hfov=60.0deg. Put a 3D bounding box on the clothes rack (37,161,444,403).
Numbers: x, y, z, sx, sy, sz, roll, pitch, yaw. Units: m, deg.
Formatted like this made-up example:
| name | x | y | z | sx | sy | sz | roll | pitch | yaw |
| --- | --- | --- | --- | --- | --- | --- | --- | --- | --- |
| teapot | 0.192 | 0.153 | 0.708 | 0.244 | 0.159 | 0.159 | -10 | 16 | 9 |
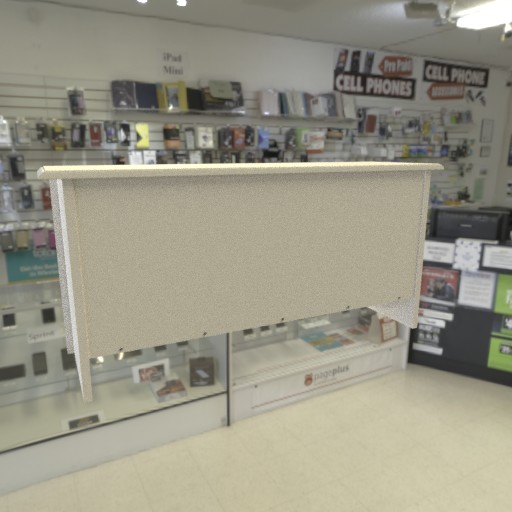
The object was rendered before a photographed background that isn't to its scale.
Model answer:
| name | x | y | z | sx | sy | sz | roll | pitch | yaw |
| --- | --- | --- | --- | --- | --- | --- | --- | --- | --- |
| clothes rack | 0.000 | 0.000 | 1.317 | 1.120 | 0.531 | 0.324 | -6 | 15 | -25 |
